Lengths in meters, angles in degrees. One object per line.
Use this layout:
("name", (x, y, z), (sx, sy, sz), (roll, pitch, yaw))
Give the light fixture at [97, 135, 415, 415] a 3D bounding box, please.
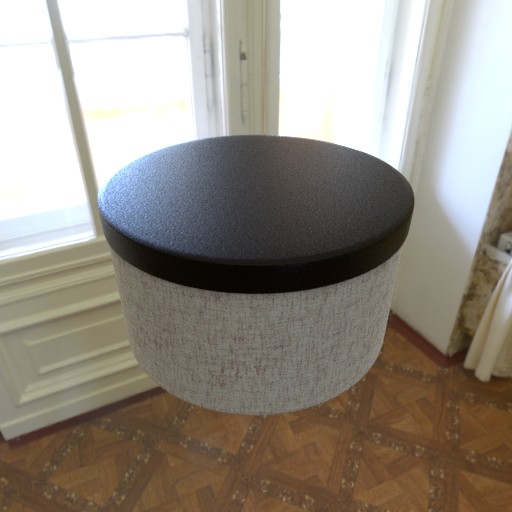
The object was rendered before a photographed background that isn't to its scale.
("light fixture", (0.000, 0.000, 0.627), (0.389, 0.229, 0.389), (0, 32, 0))
